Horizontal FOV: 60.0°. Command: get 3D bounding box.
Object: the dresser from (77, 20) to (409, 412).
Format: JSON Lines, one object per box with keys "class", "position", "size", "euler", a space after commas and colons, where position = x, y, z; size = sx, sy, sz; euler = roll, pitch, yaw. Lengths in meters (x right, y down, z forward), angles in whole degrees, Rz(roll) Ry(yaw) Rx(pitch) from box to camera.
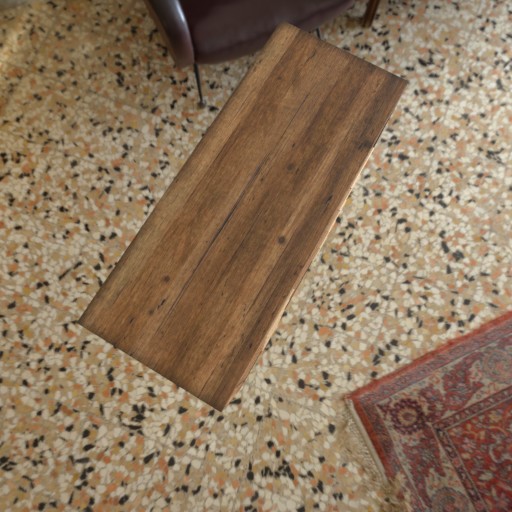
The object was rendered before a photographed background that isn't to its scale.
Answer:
{"class": "dresser", "position": [0.000, 0.000, 1.873], "size": [0.438, 1.359, 1.067], "euler": [29, 77, 7]}
